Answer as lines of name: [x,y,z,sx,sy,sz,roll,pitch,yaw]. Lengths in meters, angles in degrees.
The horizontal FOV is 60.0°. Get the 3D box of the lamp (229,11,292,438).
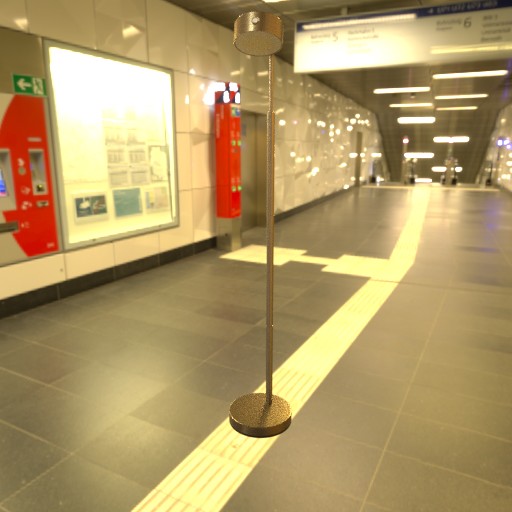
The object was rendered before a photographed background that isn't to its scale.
lamp: [0.000,0.000,1.332,0.219,1.230,0.418,2,13,9]
